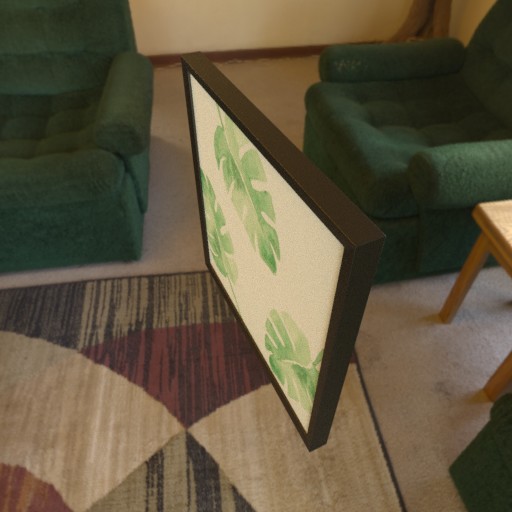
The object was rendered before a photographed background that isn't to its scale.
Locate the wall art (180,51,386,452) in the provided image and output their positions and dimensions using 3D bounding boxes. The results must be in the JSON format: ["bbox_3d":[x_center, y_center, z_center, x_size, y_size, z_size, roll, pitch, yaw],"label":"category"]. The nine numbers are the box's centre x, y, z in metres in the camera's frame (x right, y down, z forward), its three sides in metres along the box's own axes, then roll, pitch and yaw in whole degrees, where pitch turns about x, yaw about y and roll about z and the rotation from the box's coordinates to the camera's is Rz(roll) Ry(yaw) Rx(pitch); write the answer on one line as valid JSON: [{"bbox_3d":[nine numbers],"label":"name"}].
[{"bbox_3d":[0.000,0.000,0.764,0.036,0.508,0.508,-19,49,-18],"label":"wall art"}]
